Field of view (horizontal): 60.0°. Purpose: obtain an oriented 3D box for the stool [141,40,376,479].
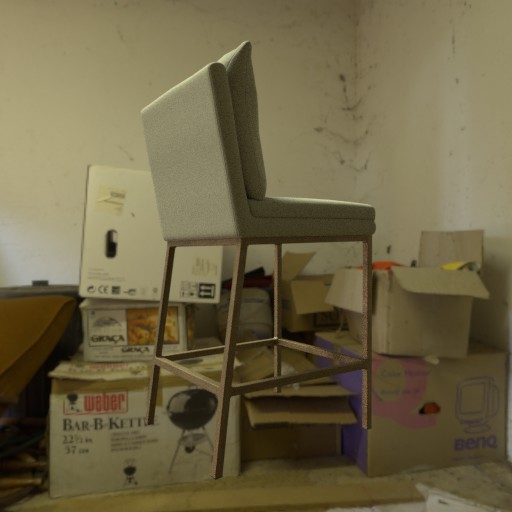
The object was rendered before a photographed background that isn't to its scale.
[{"bbox_3d":[0.000,0.000,1.342,0.572,1.032,0.463,0,0,-36],"label":"stool"}]
